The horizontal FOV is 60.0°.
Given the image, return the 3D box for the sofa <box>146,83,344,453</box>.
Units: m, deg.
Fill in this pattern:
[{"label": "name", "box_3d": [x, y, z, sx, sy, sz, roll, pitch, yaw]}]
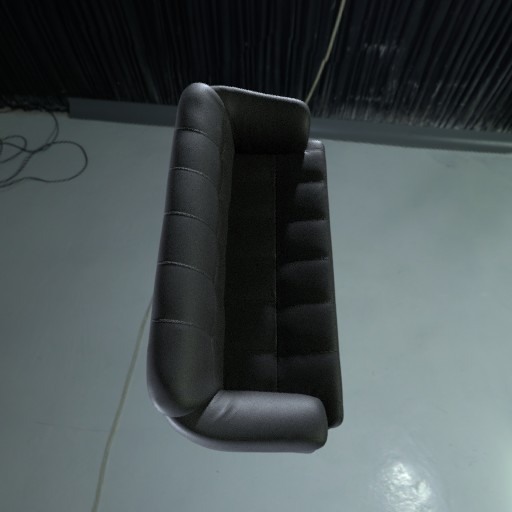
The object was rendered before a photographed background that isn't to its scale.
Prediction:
[{"label": "sofa", "box_3d": [0.000, 0.000, 2.235, 0.800, 0.811, 1.829, 1, 63, 0]}]
